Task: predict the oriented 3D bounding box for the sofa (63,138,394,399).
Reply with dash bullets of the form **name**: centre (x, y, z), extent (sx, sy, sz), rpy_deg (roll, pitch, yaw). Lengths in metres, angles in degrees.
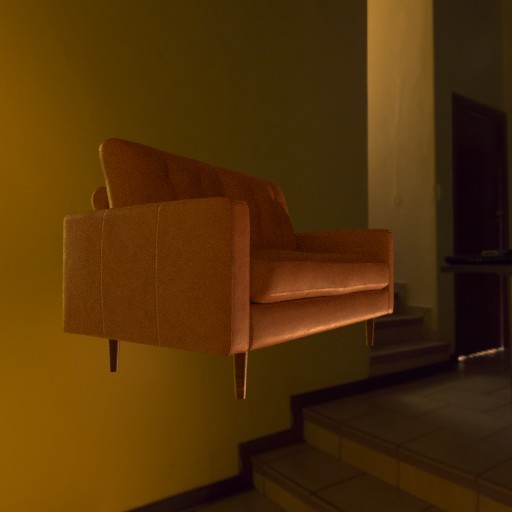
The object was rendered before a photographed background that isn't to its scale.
- **sofa**: centre (0.000, 0.000, 2.000), extent (0.868, 0.898, 1.430), rpy_deg (-1, -2, 35)
